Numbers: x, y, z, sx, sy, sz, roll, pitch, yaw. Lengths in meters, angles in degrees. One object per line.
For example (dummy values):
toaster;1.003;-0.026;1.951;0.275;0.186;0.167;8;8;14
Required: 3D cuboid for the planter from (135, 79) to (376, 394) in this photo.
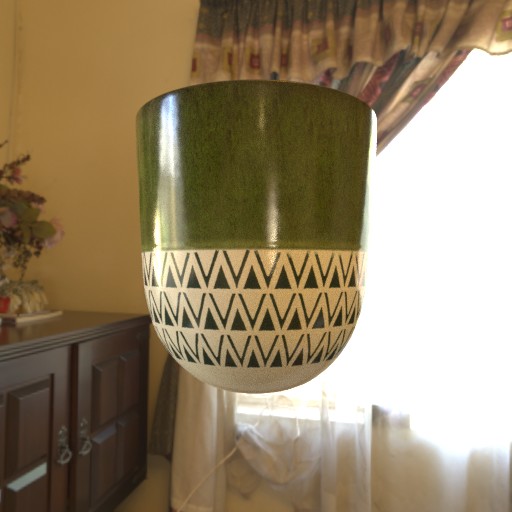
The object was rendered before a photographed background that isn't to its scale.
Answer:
planter;0.000;0.000;0.464;0.245;0.270;0.245;0;-2;0
